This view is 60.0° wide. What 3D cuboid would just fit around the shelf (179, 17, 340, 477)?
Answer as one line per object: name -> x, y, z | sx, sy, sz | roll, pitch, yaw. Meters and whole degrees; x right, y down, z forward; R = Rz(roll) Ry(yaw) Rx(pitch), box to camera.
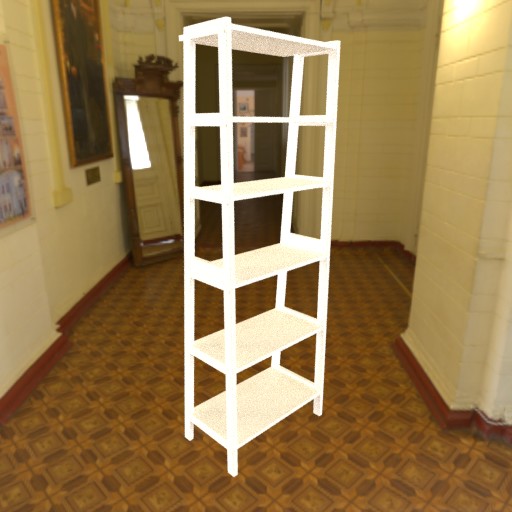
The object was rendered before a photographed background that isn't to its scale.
shelf -> 0.000, 0.000, 2.105 | 0.660, 1.892, 0.381 | -16, 23, -42
